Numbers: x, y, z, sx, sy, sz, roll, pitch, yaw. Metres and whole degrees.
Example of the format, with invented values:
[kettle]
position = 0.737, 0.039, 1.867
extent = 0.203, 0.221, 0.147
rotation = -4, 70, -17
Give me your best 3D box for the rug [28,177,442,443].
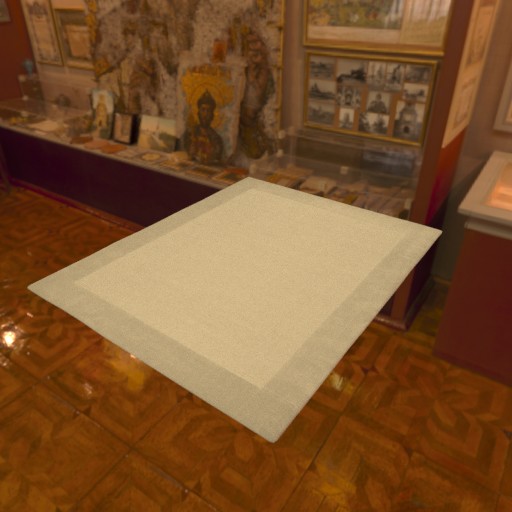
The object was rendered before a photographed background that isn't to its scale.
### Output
[rug]
position = 0.000, 0.000, 3.992
extent = 2.430, 0.018, 2.976
rotation = 21, 37, 30
